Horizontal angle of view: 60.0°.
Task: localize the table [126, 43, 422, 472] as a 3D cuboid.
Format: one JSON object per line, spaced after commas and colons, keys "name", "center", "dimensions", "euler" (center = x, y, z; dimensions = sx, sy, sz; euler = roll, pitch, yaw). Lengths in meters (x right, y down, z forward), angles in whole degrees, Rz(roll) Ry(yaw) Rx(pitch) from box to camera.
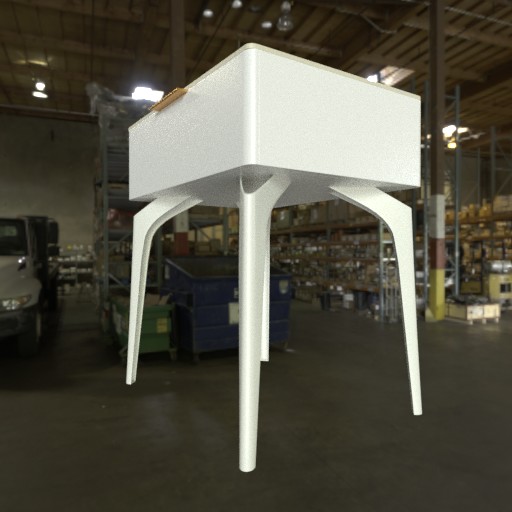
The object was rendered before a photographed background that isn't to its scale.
{"name": "table", "center": [0.000, 0.000, 0.894], "dimensions": [0.400, 0.570, 0.500], "euler": [0, 1, -34]}
